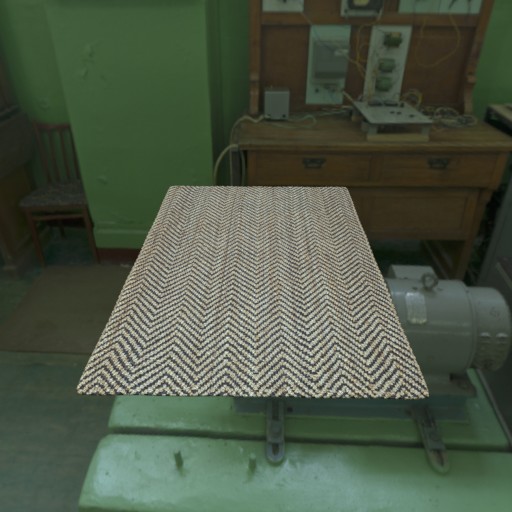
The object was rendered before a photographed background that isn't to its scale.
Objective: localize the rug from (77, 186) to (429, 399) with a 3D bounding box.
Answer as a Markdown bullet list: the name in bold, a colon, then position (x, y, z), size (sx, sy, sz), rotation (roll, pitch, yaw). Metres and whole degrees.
- **rug**: position (0.000, 0.000, 2.283), size (1.219, 0.008, 1.828), rotation (0, 32, 1)
